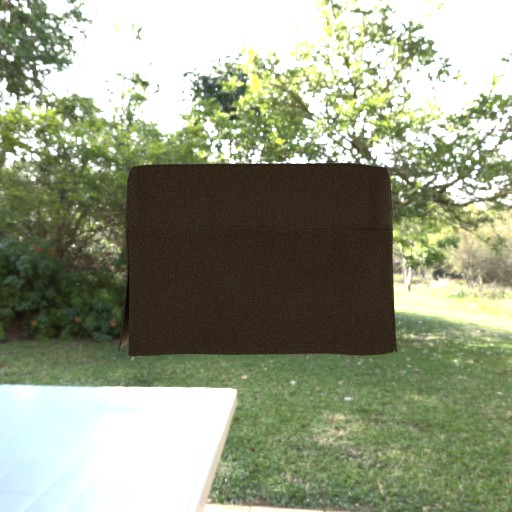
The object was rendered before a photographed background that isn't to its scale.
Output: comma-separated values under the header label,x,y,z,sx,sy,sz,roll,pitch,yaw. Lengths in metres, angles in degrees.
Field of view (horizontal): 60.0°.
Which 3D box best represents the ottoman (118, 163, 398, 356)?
label,x,y,z,sx,sy,sz,roll,pitch,yaw
ottoman,0.000,0.000,1.693,0.665,0.457,1.388,0,0,0
